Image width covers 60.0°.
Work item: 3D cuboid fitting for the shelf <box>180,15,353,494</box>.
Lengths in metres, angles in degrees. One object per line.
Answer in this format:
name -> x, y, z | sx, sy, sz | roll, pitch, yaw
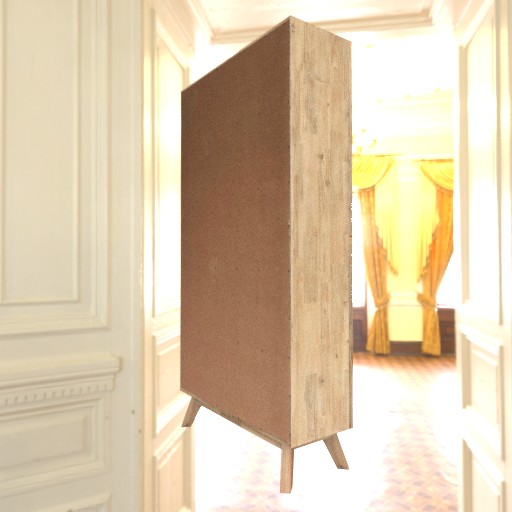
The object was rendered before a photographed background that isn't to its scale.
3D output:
shelf -> 0.000, 0.000, 1.737 | 0.308, 1.471, 0.748 | 1, -1, -36
